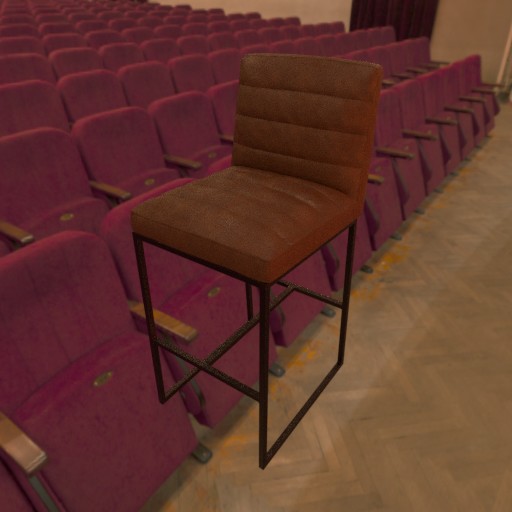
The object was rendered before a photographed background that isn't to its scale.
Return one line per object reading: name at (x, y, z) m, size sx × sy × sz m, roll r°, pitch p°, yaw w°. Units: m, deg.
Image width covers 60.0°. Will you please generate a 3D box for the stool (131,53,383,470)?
stool at (0.000, 0.000, 1.339) m, size 0.463 × 1.065 × 0.562 m, roll 20°, pitch 36°, yaw 30°
